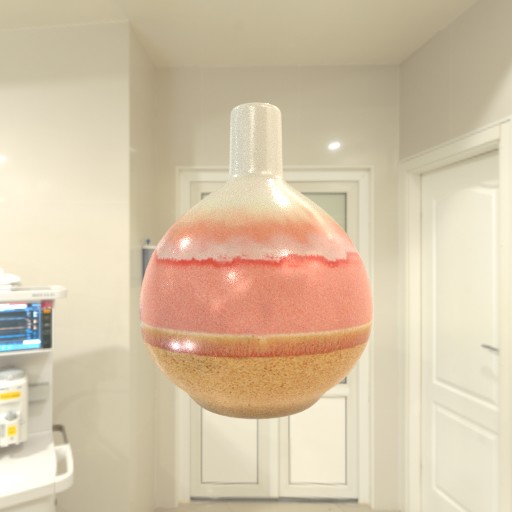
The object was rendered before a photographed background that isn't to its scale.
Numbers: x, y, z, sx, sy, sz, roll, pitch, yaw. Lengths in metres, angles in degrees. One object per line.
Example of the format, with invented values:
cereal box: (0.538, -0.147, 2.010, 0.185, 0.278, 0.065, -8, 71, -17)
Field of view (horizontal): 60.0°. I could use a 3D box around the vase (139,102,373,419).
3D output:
vase: (0.000, 0.000, 0.268, 0.137, 0.176, 0.137, 0, 0, 0)
